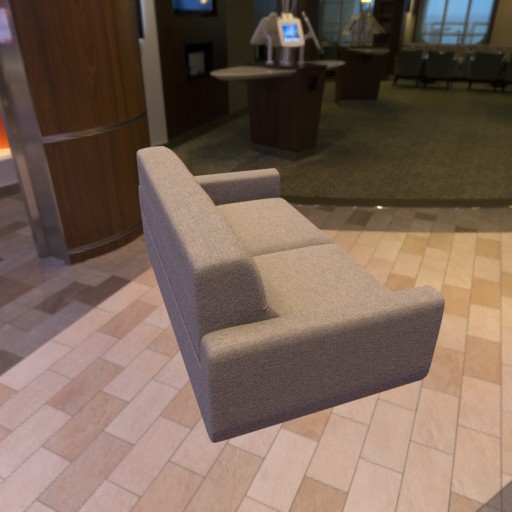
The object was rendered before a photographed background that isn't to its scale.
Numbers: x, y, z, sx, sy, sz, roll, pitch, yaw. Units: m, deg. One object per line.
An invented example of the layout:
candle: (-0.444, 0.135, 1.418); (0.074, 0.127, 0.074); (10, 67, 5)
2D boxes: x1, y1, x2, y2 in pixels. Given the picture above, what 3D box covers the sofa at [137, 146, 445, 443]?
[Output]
sofa: (0.000, 0.000, 2.187); (0.909, 0.841, 1.631); (-10, 30, -18)
